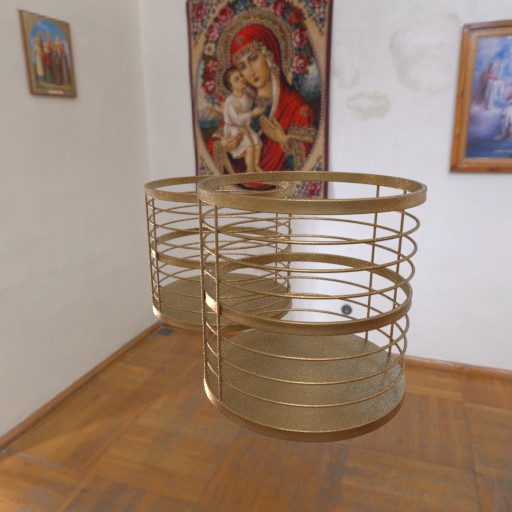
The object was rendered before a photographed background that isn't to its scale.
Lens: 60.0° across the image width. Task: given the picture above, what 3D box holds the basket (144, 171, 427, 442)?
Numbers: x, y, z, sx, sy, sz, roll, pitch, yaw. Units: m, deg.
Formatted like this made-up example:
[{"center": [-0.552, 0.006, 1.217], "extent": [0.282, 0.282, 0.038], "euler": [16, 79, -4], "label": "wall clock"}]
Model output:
[{"center": [0.000, 0.000, 0.926], "extent": [0.356, 0.351, 0.746], "euler": [-8, 18, -24], "label": "basket"}]
